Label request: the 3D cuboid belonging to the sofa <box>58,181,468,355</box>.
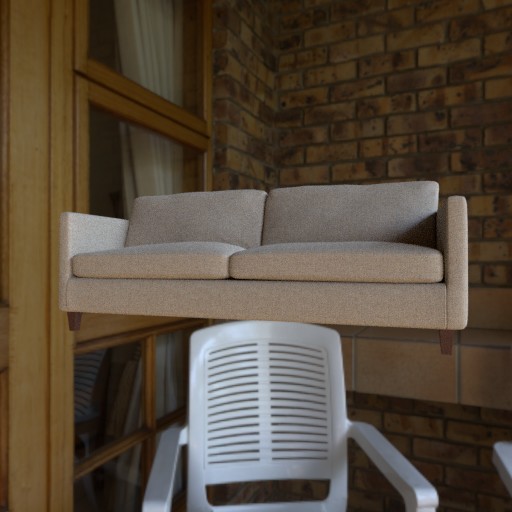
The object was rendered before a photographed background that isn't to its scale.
[{"bbox_3d":[0.000,0.000,2.905,2.434,0.965,0.951,0,0,19],"label":"sofa"}]
